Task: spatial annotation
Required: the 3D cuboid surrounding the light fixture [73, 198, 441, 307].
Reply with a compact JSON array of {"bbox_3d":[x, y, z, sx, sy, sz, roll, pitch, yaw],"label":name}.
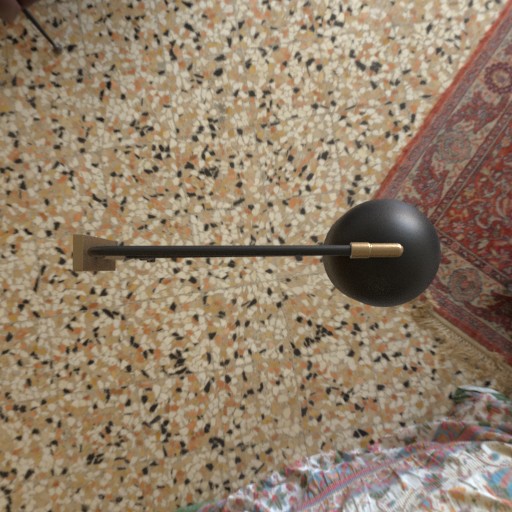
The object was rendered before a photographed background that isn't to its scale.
[{"bbox_3d":[0.000,0.000,1.090,0.720,0.696,0.215,0,88,0],"label":"light fixture"}]
